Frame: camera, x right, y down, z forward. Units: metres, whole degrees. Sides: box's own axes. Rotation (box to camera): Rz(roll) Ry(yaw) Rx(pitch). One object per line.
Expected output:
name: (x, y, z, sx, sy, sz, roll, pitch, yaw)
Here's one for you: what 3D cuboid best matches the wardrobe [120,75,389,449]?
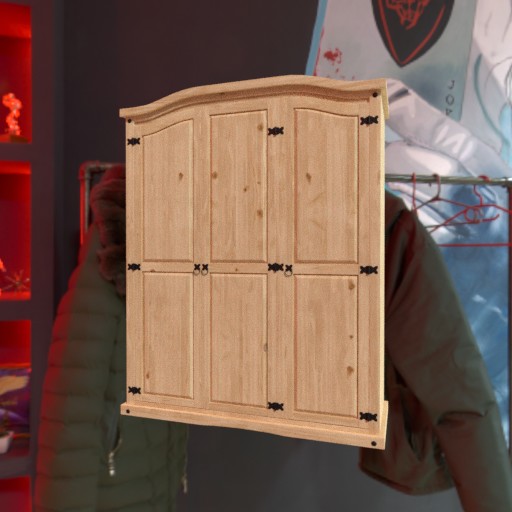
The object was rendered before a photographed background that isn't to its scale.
wardrobe: (0.000, 0.000, 2.641, 1.500, 1.870, 0.570, 0, 1, 18)
